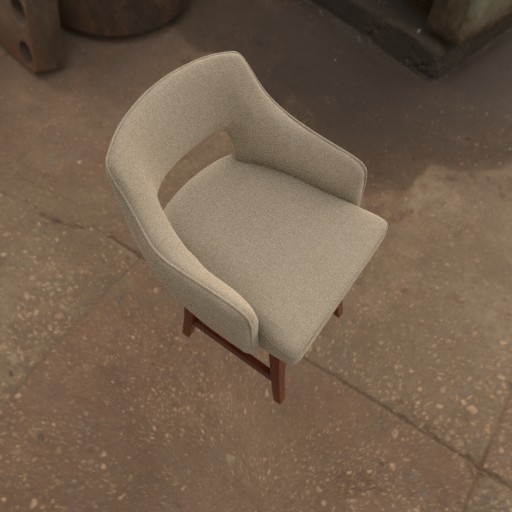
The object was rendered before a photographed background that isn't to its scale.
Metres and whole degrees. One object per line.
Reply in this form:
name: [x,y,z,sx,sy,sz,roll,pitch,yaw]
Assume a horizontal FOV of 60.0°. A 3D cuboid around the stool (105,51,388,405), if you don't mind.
stool: [0.000,0.000,1.276,0.560,0.936,0.550,32,65,17]
